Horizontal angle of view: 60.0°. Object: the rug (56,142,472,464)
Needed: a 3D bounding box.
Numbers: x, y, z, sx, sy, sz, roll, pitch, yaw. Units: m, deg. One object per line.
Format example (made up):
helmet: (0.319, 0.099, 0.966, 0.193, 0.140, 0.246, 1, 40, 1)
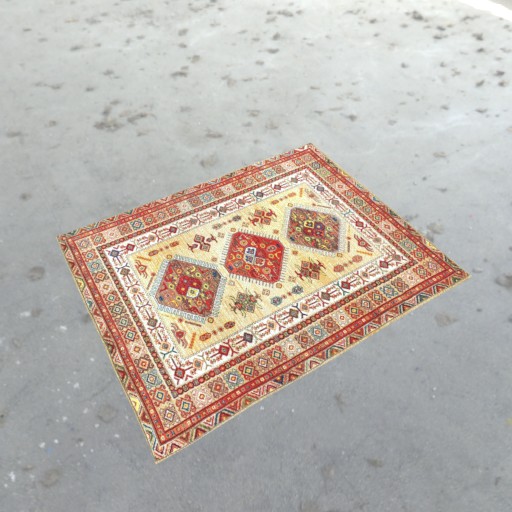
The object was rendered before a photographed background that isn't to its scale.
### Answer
rug: (0.000, 0.000, 4.144, 3.067, 0.005, 2.460, -25, 53, -20)
